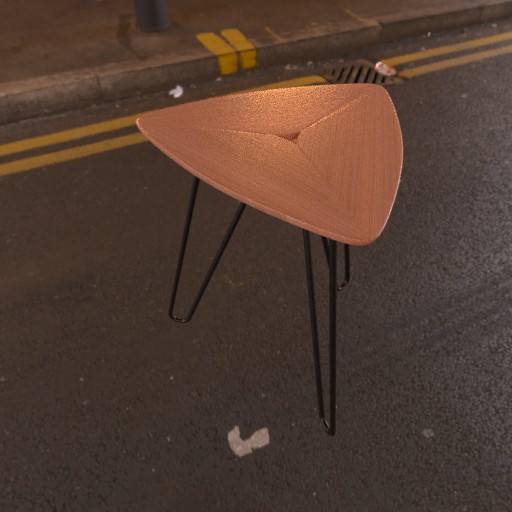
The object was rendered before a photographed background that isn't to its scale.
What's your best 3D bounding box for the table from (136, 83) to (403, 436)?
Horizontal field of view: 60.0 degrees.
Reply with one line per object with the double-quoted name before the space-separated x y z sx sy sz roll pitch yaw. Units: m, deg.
"table" 0.000 0.000 0.904 0.455 0.564 0.442 9 46 9
